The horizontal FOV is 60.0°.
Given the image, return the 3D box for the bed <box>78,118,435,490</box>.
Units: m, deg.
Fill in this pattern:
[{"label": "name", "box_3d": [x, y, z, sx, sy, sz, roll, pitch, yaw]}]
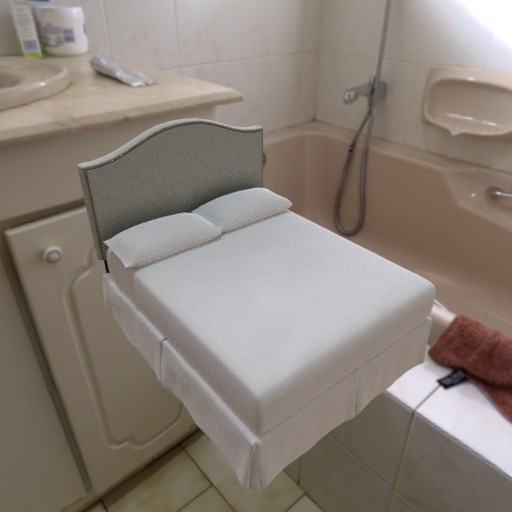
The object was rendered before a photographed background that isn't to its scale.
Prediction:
[{"label": "bed", "box_3d": [0.000, 0.000, 3.344, 1.813, 1.607, 2.180, -23, 38, -32]}]
